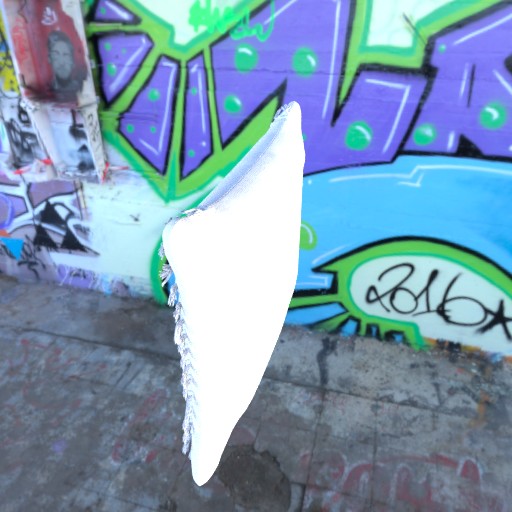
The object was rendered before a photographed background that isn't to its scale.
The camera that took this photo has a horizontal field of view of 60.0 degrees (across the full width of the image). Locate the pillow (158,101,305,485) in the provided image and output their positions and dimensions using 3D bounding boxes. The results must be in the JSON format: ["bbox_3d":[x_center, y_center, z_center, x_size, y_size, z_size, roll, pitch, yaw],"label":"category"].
[{"bbox_3d":[0.000,0.000,0.571,0.084,0.305,0.466,8,31,13],"label":"pillow"}]
